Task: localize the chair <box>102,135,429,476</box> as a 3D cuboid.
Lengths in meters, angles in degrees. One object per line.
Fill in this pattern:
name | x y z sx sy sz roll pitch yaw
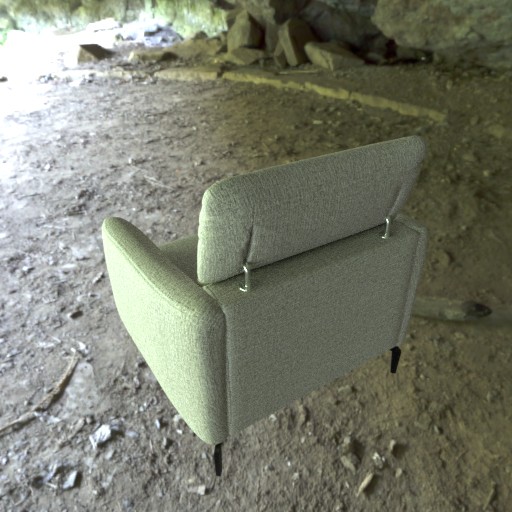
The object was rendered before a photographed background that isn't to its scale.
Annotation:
chair | 0.000 0.000 1.659 0.972 0.967 0.835 -19 35 -28
